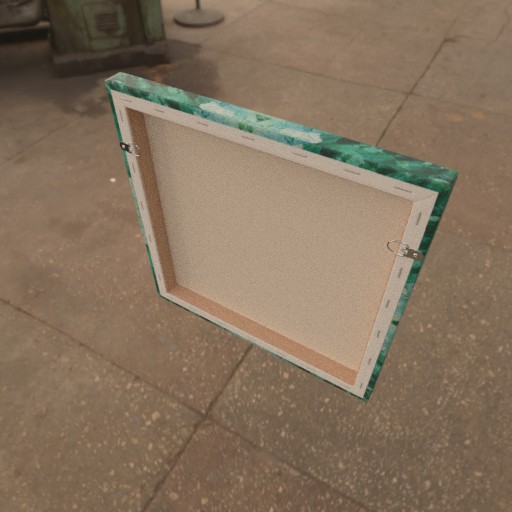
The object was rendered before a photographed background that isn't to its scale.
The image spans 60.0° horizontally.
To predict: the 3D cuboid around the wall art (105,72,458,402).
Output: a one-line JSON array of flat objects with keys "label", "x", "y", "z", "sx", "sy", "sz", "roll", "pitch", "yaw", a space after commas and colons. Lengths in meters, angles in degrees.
[{"label": "wall art", "x": 0.000, "y": 0.000, "z": 0.755, "sx": 0.507, "sy": 0.508, "sz": 0.038, "roll": 23, "pitch": 50, "yaw": 21}]
